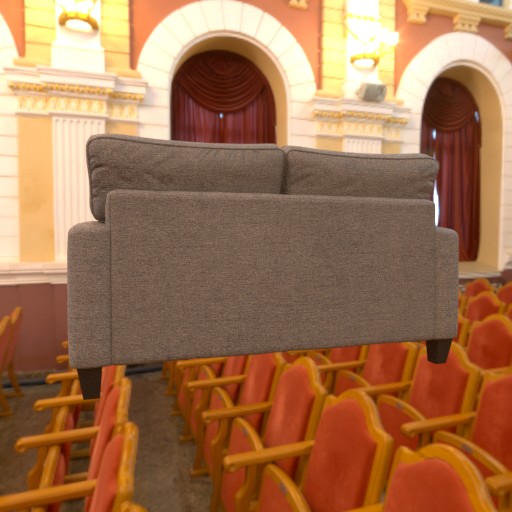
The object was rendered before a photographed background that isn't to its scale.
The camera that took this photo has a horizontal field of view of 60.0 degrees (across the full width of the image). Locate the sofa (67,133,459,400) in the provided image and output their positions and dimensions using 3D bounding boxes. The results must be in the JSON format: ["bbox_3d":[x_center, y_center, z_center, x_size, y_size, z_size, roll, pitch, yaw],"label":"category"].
[{"bbox_3d":[0.000,0.000,2.183,1.651,0.965,0.965,-1,2,-17],"label":"sofa"}]
